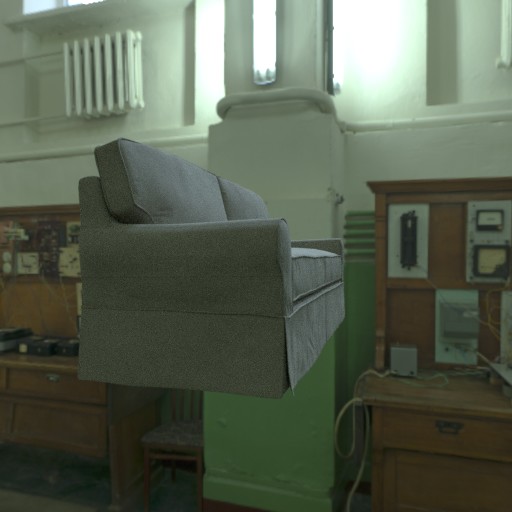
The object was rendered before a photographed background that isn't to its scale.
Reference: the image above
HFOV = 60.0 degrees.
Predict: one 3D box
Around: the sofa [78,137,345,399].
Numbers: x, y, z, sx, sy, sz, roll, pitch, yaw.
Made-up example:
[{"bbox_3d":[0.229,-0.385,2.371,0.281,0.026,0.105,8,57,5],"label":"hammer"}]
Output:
[{"bbox_3d":[0.000,0.000,2.681,0.900,1.014,2.246,0,0,17],"label":"sofa"}]
